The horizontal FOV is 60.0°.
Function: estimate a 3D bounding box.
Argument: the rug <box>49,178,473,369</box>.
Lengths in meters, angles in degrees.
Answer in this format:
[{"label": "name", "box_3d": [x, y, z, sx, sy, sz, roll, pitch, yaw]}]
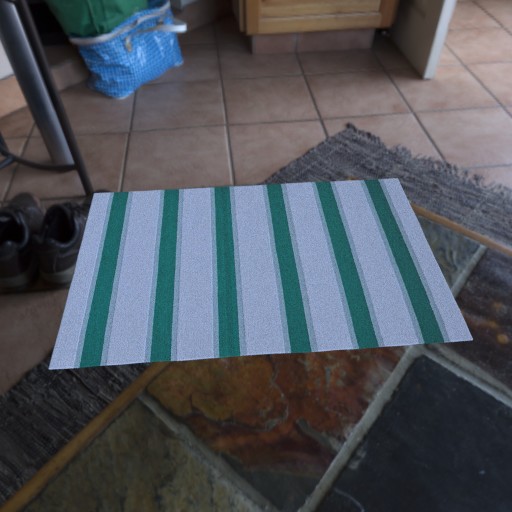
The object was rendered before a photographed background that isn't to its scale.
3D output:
[{"label": "rug", "box_3d": [0.000, 0.000, 3.035, 2.436, 0.015, 1.521, -3, 48, -3]}]
